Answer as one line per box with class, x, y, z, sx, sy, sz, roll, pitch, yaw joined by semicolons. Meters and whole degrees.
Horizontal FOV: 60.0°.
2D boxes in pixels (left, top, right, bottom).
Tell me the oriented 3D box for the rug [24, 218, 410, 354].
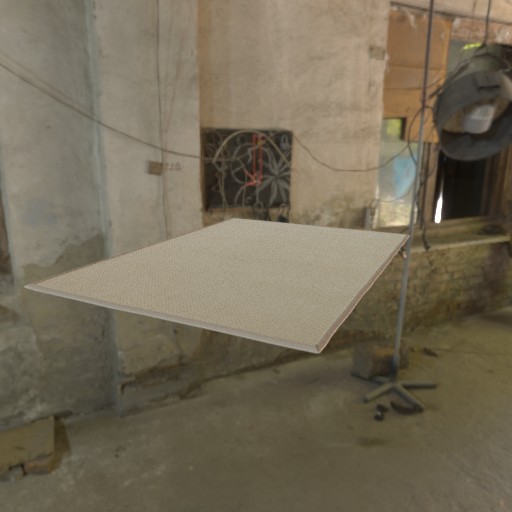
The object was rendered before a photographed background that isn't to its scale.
rug;0.000;0.000;2.727;1.525;0.020;2.081;8;17;26
